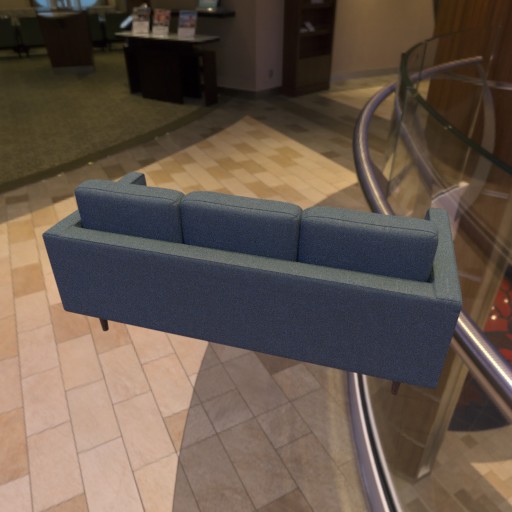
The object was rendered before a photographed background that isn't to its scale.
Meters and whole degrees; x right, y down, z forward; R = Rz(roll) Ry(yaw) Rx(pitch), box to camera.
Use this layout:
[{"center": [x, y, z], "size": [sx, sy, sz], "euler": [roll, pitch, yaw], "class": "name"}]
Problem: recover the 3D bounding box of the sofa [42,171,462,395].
[{"center": [0.000, 0.000, 2.523], "size": [2.013, 0.945, 0.935], "euler": [9, 33, 14], "class": "sofa"}]
